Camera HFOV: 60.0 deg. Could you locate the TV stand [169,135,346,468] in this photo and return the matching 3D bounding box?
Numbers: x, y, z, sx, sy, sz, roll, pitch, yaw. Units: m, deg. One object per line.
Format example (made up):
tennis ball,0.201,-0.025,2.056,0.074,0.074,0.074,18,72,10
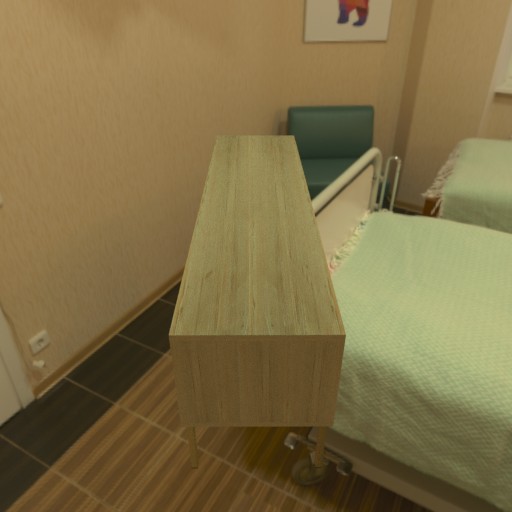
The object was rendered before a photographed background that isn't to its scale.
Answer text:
TV stand,0.000,0.000,1.874,0.420,0.550,1.600,0,32,0
